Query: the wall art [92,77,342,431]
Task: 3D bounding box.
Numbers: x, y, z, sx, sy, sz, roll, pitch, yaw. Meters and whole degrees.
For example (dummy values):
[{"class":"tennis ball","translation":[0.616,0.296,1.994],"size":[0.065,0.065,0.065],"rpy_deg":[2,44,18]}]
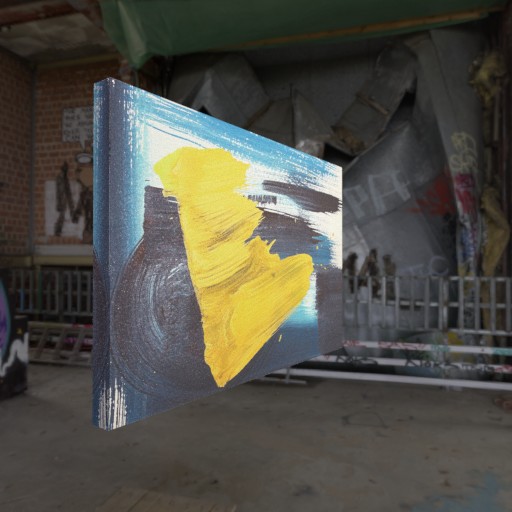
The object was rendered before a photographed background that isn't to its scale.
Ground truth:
[{"class":"wall art","translation":[0.000,0.000,0.762],"size":[0.033,0.406,0.609],"rpy_deg":[-1,-1,36]}]
